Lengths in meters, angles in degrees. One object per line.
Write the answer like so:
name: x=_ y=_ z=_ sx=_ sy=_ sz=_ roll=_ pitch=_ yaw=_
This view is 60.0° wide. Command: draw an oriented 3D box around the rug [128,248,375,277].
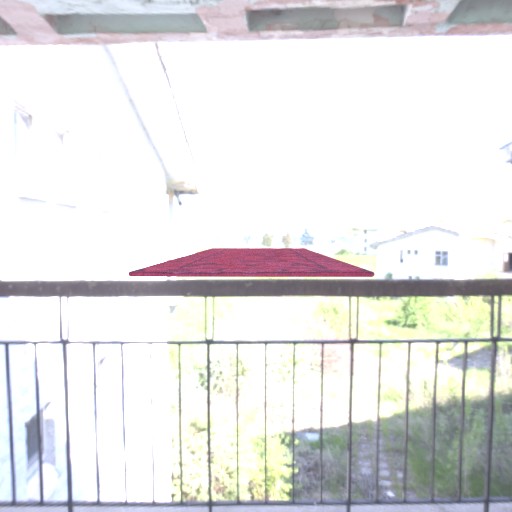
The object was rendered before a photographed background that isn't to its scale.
rug: x=0.000 y=0.000 z=2.669 sx=0.813 sy=0.018 sz=2.439 roll=0 pitch=3 yaw=1
